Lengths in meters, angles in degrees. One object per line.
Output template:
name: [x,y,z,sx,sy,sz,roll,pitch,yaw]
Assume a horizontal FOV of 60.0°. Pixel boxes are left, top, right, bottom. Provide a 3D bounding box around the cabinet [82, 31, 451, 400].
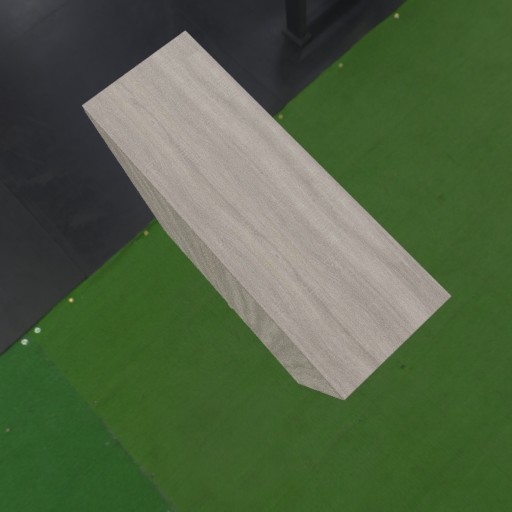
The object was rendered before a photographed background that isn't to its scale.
cabinet: [0.000,0.000,1.914,0.398,1.388,1.111,-41,79,-9]
